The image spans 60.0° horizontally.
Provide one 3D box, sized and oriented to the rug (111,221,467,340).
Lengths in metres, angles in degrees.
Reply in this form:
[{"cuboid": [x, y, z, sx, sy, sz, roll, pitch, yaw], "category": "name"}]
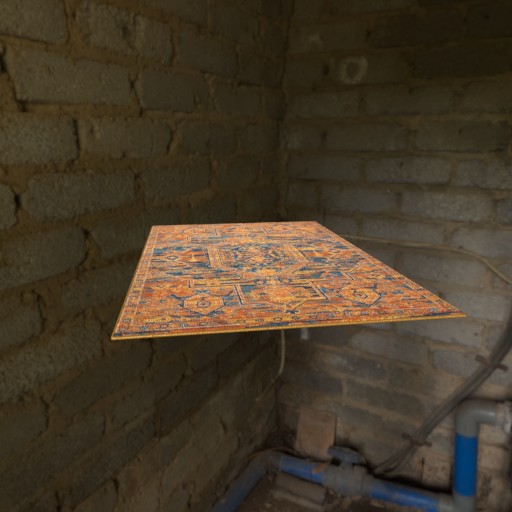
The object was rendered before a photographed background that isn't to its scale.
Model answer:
[{"cuboid": [0.000, 0.000, 1.088, 0.557, 0.008, 0.863, -2, 15, -9], "category": "rug"}]
